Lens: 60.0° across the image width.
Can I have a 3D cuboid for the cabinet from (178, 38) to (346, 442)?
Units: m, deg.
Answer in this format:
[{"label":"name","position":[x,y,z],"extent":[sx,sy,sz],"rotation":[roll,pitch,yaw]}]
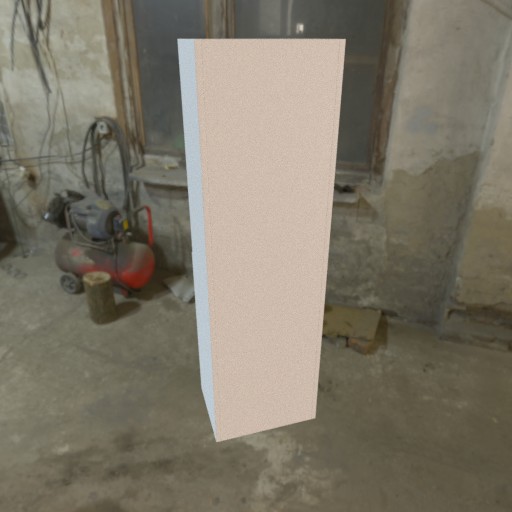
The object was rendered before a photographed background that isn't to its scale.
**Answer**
[{"label":"cabinet","position":[0.000,0.000,1.535],"extent":[0.400,1.350,0.300],"rotation":[-8,27,-15]}]
